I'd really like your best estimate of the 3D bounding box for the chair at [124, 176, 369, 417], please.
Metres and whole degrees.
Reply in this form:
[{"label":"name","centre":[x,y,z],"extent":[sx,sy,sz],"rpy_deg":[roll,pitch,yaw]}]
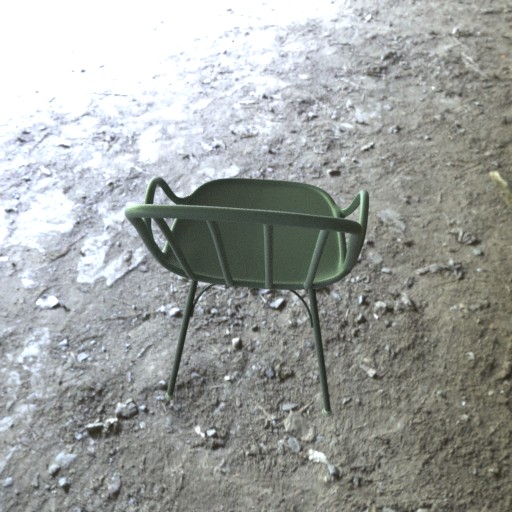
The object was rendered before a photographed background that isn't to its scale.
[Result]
[{"label":"chair","centre":[0.000,0.000,1.219],"extent":[0.549,0.816,0.597],"rpy_deg":[4,46,4]}]
